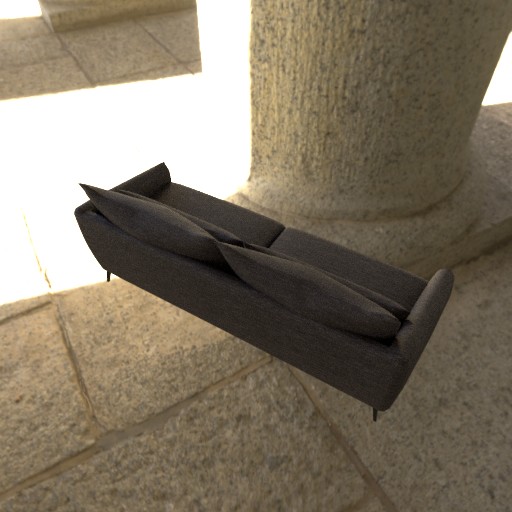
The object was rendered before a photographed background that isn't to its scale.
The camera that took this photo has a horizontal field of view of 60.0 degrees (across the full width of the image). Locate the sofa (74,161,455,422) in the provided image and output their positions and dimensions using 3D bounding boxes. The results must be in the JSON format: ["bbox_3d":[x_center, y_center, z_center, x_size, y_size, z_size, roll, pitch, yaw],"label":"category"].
[{"bbox_3d":[0.000,0.000,2.480,2.019,0.843,0.807,23,51,21],"label":"sofa"}]
